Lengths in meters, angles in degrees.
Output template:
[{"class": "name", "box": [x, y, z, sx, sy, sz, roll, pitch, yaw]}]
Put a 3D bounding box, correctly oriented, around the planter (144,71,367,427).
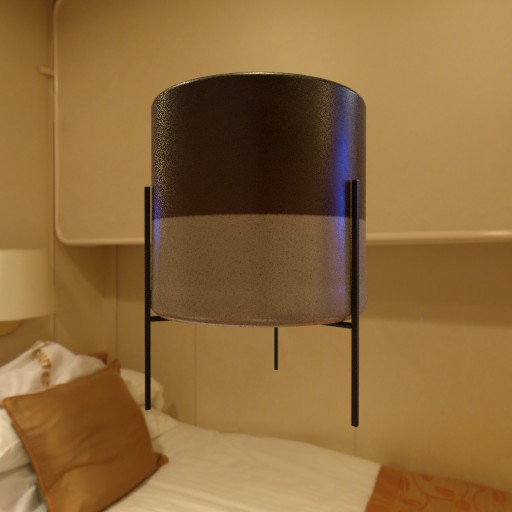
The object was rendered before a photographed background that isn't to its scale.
[{"class": "planter", "box": [0.000, 0.000, 0.724, 0.354, 0.465, 0.345, 0, 1, -18]}]
